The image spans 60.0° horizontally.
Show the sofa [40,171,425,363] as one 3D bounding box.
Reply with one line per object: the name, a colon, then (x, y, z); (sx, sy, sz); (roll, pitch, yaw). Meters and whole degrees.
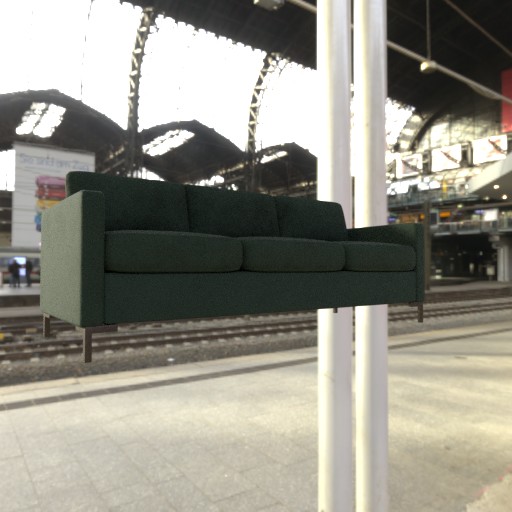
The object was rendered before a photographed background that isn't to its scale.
sofa: (0.000, 0.000, 2.655); (2.218, 0.870, 0.859); (1, -2, -36)
